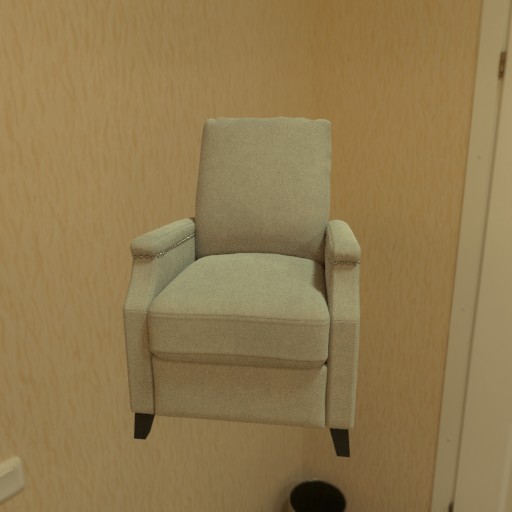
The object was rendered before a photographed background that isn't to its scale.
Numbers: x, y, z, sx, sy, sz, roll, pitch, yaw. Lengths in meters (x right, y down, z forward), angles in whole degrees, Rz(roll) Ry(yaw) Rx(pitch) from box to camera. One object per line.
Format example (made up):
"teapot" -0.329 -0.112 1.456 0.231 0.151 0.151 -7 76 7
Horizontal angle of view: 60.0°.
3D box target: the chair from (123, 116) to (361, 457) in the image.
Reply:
"chair" 0.000 0.000 1.673 0.710 1.049 0.922 2 13 7
